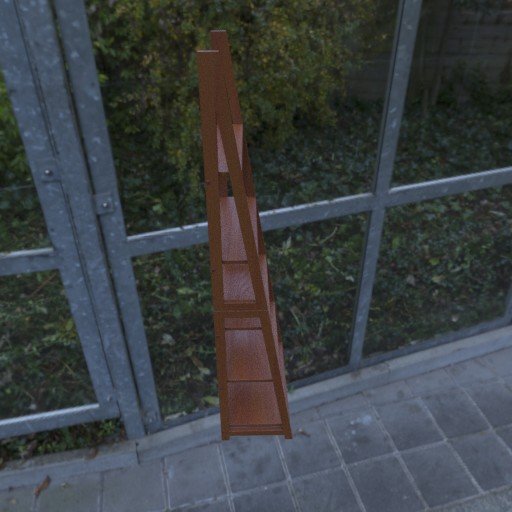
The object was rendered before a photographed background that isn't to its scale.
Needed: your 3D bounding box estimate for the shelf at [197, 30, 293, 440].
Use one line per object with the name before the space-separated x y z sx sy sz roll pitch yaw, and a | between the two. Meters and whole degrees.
shelf | 0.000 0.000 2.014 0.356 1.780 0.630 -1 32 -1
